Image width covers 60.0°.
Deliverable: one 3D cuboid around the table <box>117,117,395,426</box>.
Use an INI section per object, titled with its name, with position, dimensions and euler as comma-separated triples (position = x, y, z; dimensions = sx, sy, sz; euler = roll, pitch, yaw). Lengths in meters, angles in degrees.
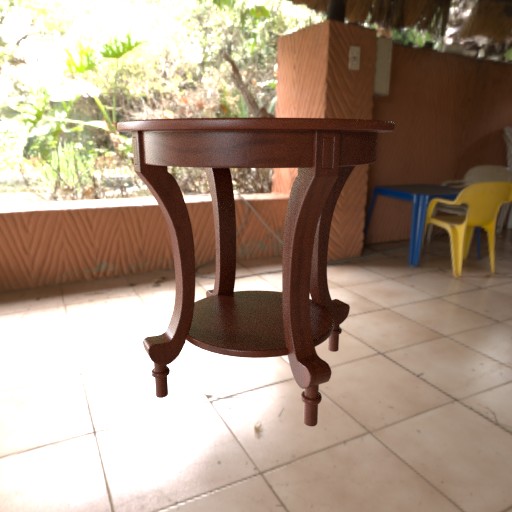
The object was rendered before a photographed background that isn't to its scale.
[table]
position = 0.000, 0.000, 1.071
dimensions = 0.597, 0.612, 0.597
euler = 0, 15, 0
